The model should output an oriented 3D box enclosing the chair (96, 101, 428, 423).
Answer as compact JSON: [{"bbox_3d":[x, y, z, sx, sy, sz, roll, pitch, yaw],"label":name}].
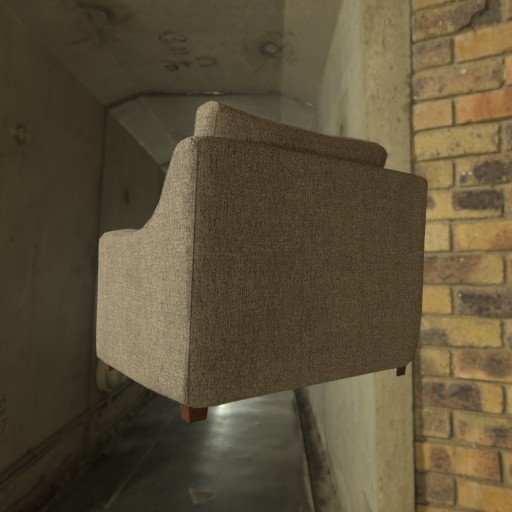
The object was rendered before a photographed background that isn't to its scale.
[{"bbox_3d":[0.000,0.000,1.969,1.138,1.037,1.009,1,-2,-35],"label":"chair"}]
